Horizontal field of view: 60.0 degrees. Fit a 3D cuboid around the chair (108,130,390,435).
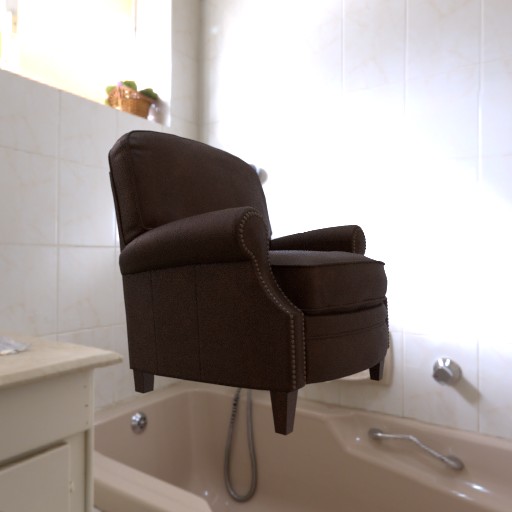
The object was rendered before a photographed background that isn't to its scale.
[{"bbox_3d":[0.000,0.000,1.767,0.986,1.018,0.936,-1,-1,36],"label":"chair"}]
